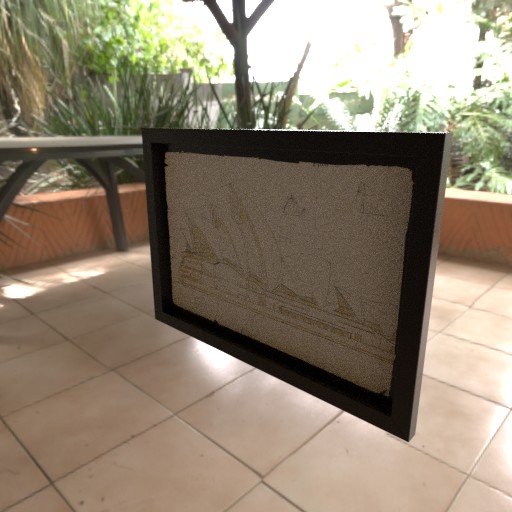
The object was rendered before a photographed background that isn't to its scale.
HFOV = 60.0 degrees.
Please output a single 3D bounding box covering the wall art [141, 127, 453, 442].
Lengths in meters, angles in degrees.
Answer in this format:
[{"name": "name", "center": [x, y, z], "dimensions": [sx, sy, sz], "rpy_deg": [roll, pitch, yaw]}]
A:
[{"name": "wall art", "center": [0.000, 0.000, 0.834], "dimensions": [0.657, 0.458, 0.027], "rpy_deg": [15, 22, 40]}]
